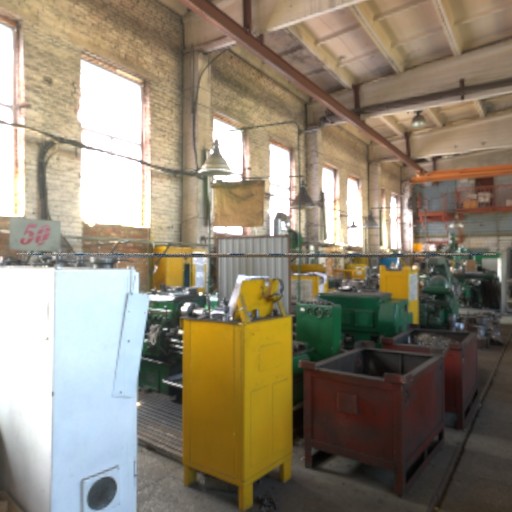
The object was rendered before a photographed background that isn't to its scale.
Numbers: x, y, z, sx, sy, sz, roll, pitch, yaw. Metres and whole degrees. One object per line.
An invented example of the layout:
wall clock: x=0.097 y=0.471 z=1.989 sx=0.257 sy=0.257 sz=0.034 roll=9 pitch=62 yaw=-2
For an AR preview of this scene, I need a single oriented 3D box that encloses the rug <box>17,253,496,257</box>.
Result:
rug: x=0.000 y=0.000 z=3.019 sx=2.439 sy=0.008 sz=1.531 roll=0 pitch=-1 yaw=-1
